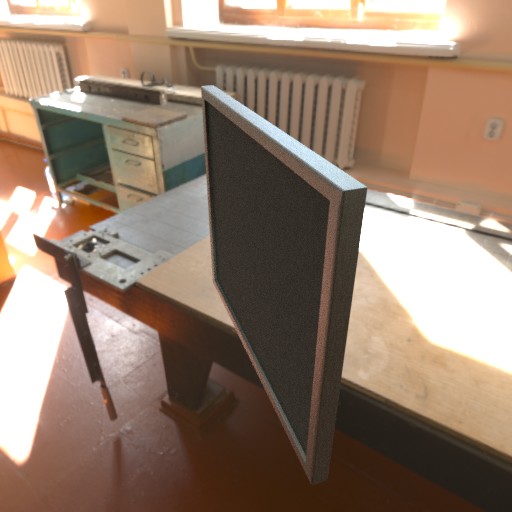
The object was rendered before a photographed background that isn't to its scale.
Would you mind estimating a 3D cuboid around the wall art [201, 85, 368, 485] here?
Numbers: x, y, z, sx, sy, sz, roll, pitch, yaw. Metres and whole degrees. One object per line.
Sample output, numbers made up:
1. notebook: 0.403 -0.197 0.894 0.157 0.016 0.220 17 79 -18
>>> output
1. wall art: 0.000 0.000 0.752 0.028 0.457 0.556 -10 32 -17
